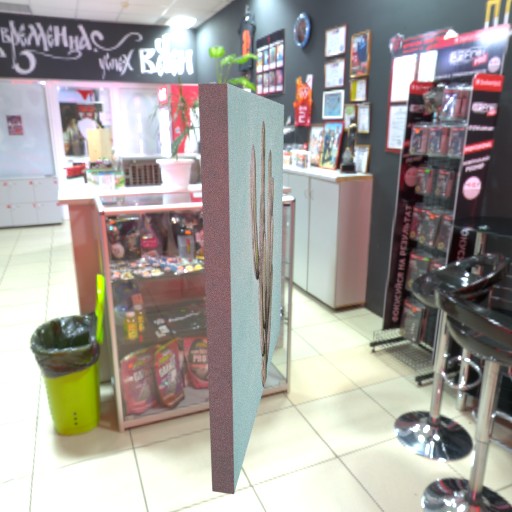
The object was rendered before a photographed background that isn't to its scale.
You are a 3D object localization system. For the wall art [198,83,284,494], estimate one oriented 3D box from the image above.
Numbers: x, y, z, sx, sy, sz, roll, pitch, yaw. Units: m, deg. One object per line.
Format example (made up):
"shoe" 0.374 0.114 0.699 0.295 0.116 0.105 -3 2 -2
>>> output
"wall art" 0.000 0.000 0.896 0.036 0.603 0.603 3 17 9
